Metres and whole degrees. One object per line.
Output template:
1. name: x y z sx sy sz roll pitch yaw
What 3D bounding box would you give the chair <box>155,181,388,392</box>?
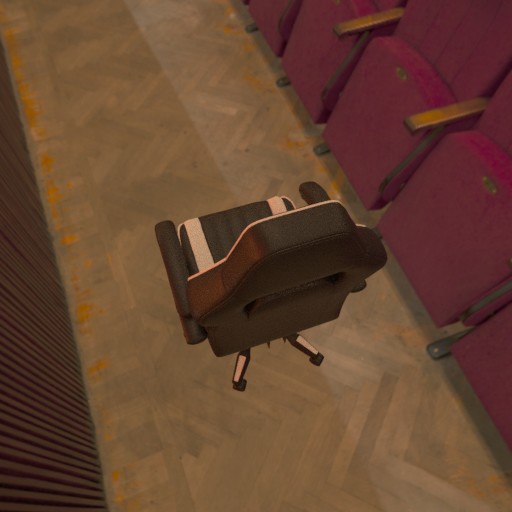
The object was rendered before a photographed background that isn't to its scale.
1. chair: 0.000 0.000 1.619 0.676 1.200 0.700 -16 60 -10
